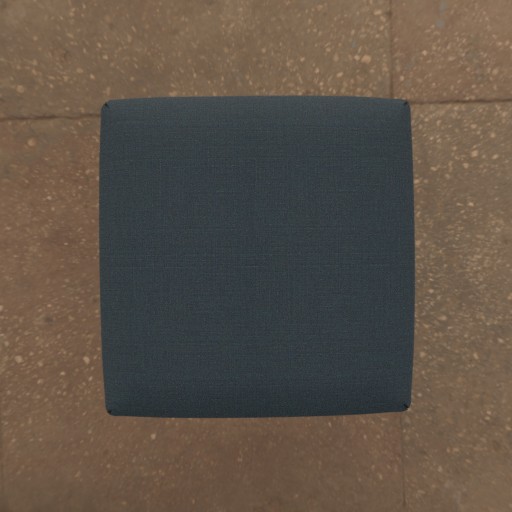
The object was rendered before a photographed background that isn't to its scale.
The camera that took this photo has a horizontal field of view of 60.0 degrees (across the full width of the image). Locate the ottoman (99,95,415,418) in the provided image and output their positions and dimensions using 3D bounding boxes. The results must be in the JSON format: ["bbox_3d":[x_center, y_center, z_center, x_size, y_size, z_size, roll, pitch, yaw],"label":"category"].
[{"bbox_3d":[0.000,0.000,0.881,0.497,0.475,0.507,0,91,-1],"label":"ottoman"}]
